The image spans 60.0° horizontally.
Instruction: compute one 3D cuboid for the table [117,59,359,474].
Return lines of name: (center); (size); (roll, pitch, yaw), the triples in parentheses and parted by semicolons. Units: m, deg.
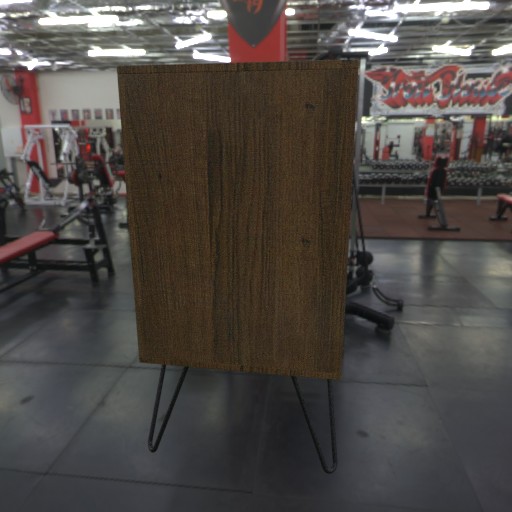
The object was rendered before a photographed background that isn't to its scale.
table: (0.000, 0.000, 1.164); (0.457, 0.866, 0.526); (3, 15, 9)
